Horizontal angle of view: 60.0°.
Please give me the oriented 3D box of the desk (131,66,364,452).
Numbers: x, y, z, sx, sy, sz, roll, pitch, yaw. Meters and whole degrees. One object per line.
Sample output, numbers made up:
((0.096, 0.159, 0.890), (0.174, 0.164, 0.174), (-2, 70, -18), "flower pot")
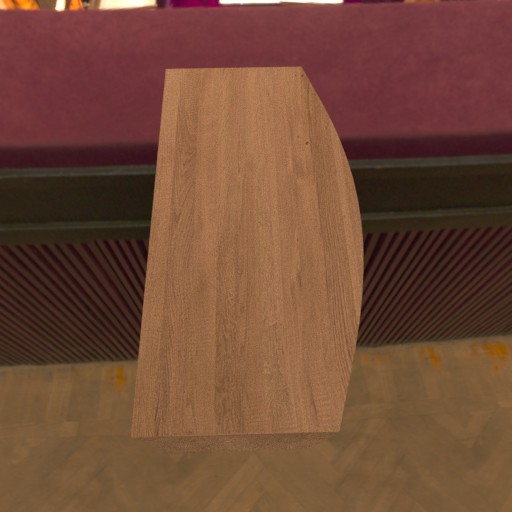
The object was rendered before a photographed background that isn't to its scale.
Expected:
((0.000, 0.000, 2.047), (0.802, 0.752, 1.600), (-1, 63, -1), "desk")
